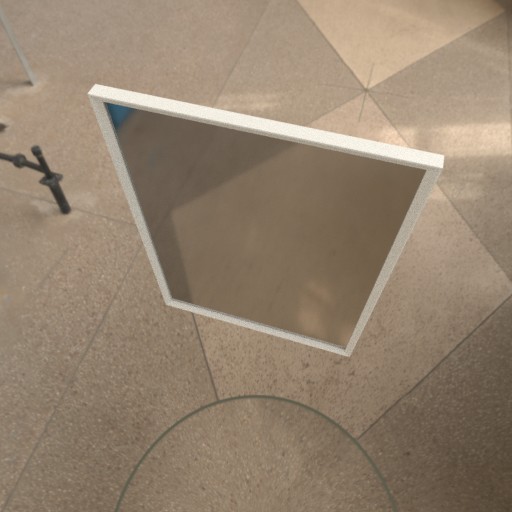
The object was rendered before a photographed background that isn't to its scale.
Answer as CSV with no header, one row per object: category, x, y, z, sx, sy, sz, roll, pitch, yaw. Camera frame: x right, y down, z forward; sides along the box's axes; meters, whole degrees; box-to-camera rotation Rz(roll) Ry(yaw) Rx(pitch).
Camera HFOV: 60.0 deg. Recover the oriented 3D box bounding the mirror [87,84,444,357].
mirror,0.000,0.000,1.346,0.762,1.016,0.041,14,58,9
